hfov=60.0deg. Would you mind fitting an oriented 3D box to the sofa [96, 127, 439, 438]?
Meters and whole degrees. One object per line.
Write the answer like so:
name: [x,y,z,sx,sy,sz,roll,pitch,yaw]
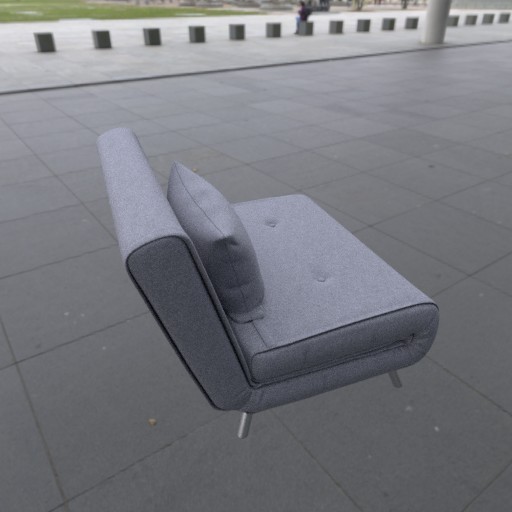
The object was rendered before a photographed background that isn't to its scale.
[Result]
sofa: [0.000,0.000,1.713,1.000,0.825,1.020,-11,32,-18]
